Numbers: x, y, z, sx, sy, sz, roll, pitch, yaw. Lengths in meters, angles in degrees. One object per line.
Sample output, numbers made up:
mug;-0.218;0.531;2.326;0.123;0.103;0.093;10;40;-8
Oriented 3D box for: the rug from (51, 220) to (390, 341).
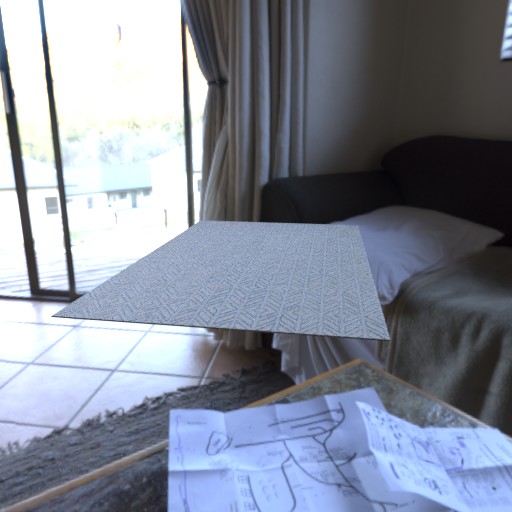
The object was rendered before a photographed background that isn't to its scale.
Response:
rug;0.000;0.000;3.102;1.526;0.008;2.441;2;15;9
